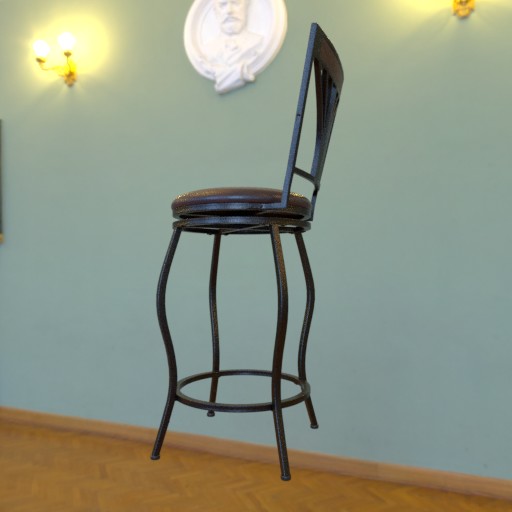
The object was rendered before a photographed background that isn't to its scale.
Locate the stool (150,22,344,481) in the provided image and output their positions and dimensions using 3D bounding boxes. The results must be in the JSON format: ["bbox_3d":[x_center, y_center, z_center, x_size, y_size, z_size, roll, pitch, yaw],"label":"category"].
[{"bbox_3d":[0.000,0.000,1.331,0.514,1.117,0.433,0,-1,18],"label":"stool"}]
